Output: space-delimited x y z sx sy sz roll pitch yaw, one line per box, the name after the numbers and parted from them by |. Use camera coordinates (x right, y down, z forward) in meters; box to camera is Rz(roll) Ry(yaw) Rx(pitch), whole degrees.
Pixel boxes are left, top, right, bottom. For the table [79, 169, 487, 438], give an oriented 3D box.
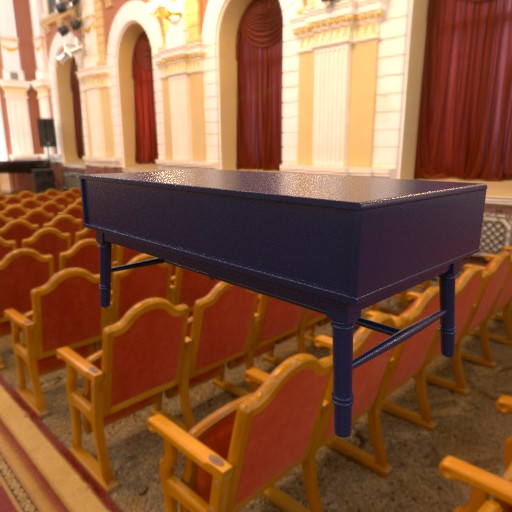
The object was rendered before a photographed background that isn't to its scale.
0.000 0.000 1.320 0.572 0.457 1.067 -13 19 -43 | table
